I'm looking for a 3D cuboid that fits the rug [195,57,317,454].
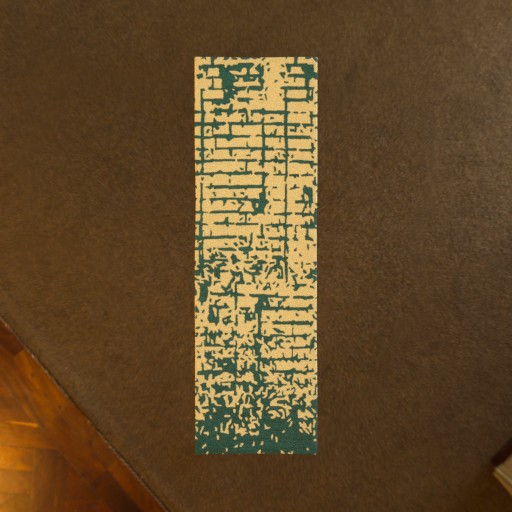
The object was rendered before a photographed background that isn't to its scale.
[{"bbox_3d":[0.000,0.000,2.716,0.750,0.011,2.435,0,90,0],"label":"rug"}]
